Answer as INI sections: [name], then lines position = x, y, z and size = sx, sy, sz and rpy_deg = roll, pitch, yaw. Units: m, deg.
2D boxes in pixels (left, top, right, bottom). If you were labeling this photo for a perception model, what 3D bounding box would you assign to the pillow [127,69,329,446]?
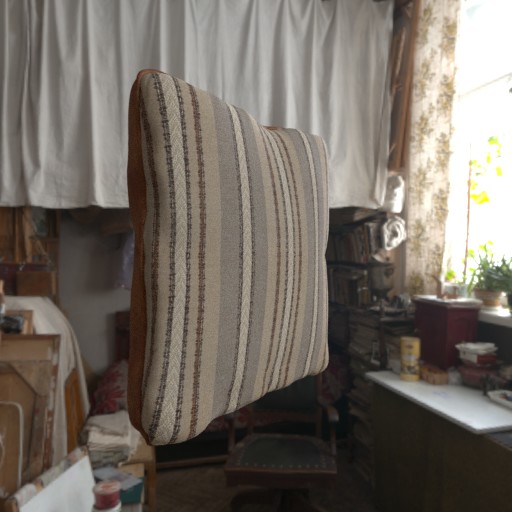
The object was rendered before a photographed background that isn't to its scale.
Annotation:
[pillow]
position = 0.000, 0.000, 0.741
size = 0.130, 0.490, 0.489
rpy_deg = 1, 2, 36
